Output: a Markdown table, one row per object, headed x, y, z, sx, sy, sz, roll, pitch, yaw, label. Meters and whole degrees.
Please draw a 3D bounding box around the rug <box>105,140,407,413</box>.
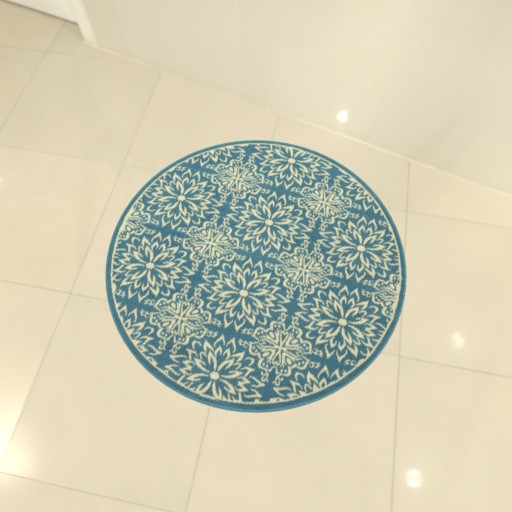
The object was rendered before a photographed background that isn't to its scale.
| x | y | z | sx | sy | sz | roll | pitch | yaw | label |
| --- | --- | --- | --- | --- | --- | --- | --- | --- | --- |
| 0.000 | 0.000 | 2.371 | 1.593 | 0.012 | 1.593 | 0 | 63 | 0 | rug |
